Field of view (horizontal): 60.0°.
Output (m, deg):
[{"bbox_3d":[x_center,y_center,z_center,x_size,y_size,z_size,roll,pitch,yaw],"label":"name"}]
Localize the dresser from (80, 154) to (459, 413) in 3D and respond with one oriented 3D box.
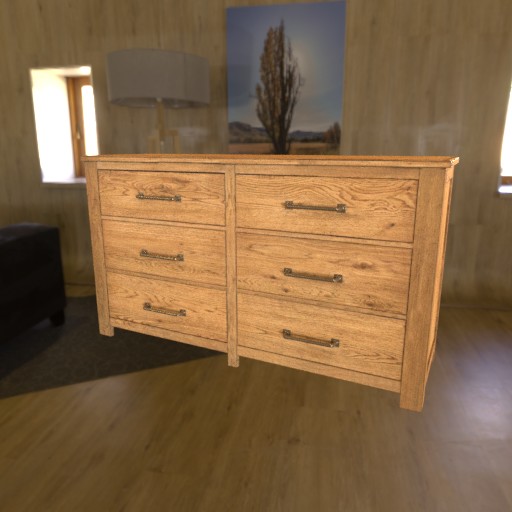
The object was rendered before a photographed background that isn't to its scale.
[{"bbox_3d":[0.000,0.000,2.117,1.657,0.932,0.563,7,15,26],"label":"dresser"}]
